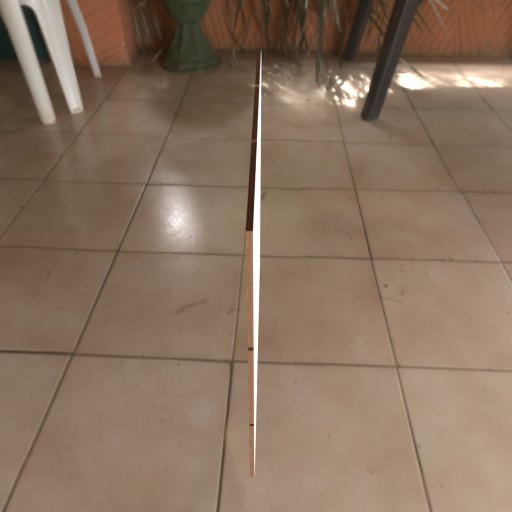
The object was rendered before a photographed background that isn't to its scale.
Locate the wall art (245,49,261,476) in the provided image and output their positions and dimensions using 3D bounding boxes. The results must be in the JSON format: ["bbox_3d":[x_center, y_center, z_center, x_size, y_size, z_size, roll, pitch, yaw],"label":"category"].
[{"bbox_3d":[0.000,0.000,1.833,0.017,1.246,1.256,1,41,1],"label":"wall art"}]
